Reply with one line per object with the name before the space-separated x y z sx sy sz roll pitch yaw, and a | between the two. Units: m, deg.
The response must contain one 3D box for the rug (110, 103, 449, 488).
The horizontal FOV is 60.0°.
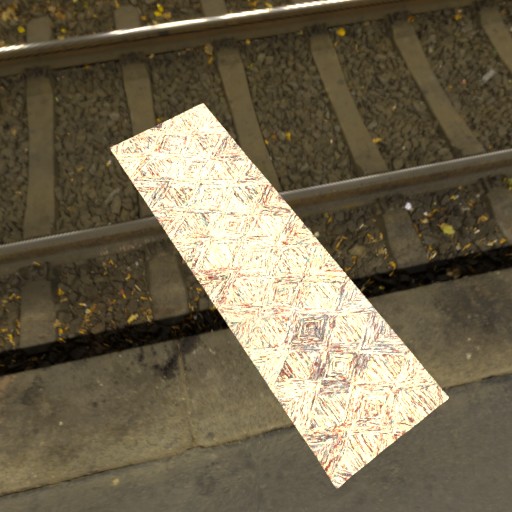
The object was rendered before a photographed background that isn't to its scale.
rug | 0.000 0.000 2.454 0.688 0.015 2.292 -31 67 -14
